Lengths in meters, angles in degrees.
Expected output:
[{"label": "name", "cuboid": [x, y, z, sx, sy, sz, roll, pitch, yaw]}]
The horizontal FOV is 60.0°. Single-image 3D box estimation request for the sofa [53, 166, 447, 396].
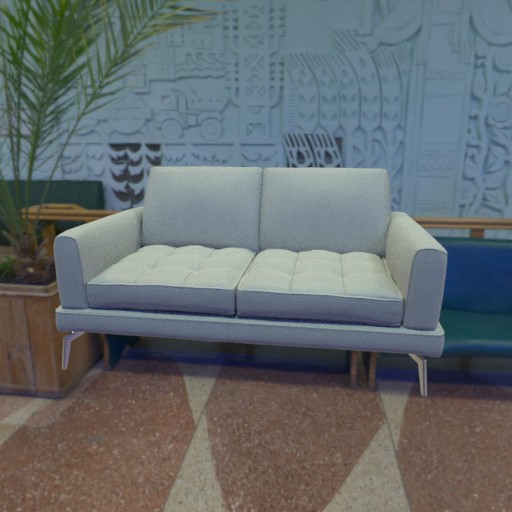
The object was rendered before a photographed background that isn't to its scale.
[{"label": "sofa", "cuboid": [0.000, 0.000, 2.453, 1.819, 0.930, 1.121, 2, 15, 8]}]
